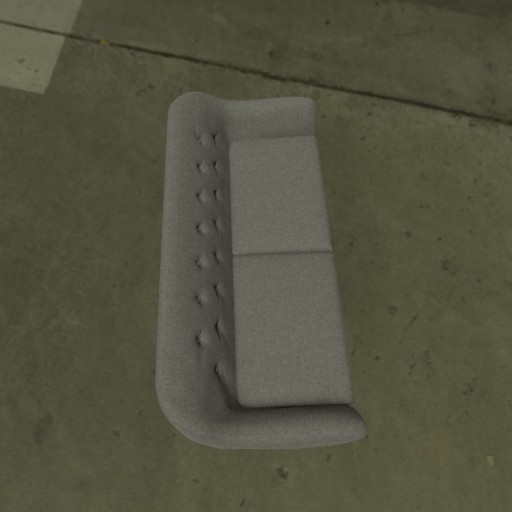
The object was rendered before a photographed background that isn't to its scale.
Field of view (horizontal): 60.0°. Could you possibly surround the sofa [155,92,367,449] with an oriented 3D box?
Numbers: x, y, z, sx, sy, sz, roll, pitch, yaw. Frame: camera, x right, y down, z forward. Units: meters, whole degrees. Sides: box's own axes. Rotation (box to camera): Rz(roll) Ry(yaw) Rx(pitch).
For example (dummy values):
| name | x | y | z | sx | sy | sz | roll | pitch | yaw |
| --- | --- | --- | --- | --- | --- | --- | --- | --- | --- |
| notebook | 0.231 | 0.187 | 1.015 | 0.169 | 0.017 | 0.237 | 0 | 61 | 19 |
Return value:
| name | x | y | z | sx | sy | sz | roll | pitch | yaw |
| --- | --- | --- | --- | --- | --- | --- | --- | --- | --- |
| sofa | 0.000 | 0.000 | 2.275 | 0.820 | 0.820 | 1.840 | -3 | 64 | -1 |
